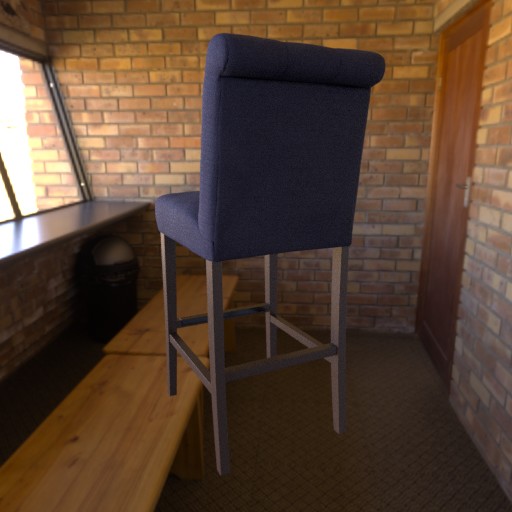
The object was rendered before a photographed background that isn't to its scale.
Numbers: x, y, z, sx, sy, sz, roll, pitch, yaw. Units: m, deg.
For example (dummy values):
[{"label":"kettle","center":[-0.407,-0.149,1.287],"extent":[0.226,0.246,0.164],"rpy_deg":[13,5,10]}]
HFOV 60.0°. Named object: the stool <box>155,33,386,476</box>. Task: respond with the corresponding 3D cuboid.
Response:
[{"label":"stool","center":[0.000,0.000,1.395],"extent":[0.493,1.140,0.601],"rpy_deg":[-7,15,-26]}]
